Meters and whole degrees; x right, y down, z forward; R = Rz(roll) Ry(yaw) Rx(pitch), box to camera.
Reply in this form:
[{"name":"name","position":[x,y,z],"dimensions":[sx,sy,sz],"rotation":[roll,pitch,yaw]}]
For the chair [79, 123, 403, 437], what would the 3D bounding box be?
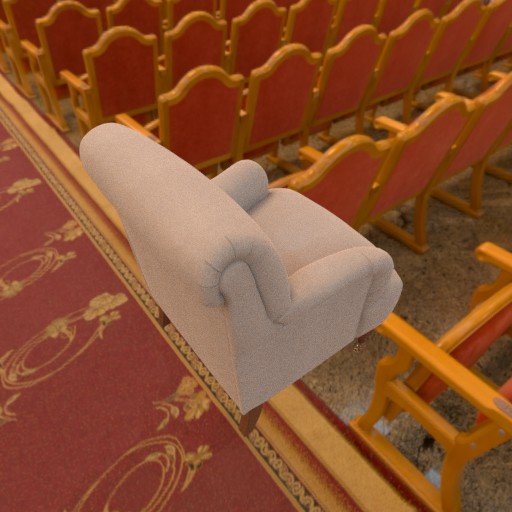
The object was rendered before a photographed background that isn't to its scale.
[{"name":"chair","position":[0.000,0.000,1.578],"dimensions":[0.842,0.942,0.766],"rotation":[-26,48,-26]}]
